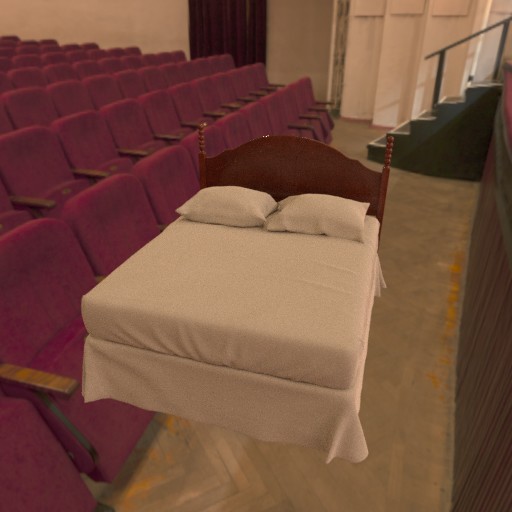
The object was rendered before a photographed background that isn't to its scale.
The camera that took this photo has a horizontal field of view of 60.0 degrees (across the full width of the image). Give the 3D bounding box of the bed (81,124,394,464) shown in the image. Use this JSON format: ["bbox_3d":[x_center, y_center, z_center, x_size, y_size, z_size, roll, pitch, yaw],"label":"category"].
[{"bbox_3d":[0.000,0.000,3.122,1.873,1.356,2.040,8,29,15],"label":"bed"}]
